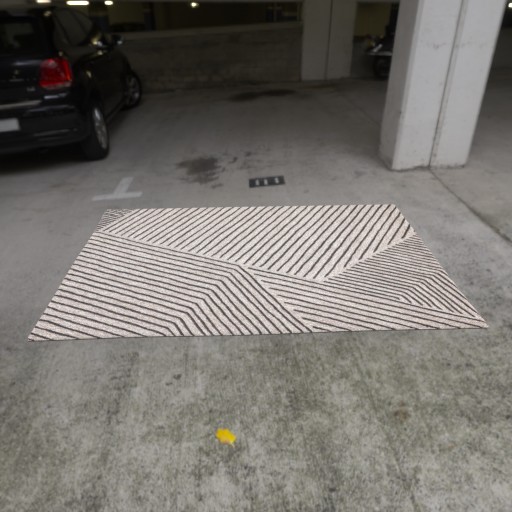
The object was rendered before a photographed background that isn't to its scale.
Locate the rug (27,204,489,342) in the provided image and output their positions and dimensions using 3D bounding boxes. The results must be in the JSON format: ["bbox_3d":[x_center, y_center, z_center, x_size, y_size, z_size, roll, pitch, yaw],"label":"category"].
[{"bbox_3d":[0.000,0.000,2.289,1.842,0.019,1.237,-1,30,-2],"label":"rug"}]
